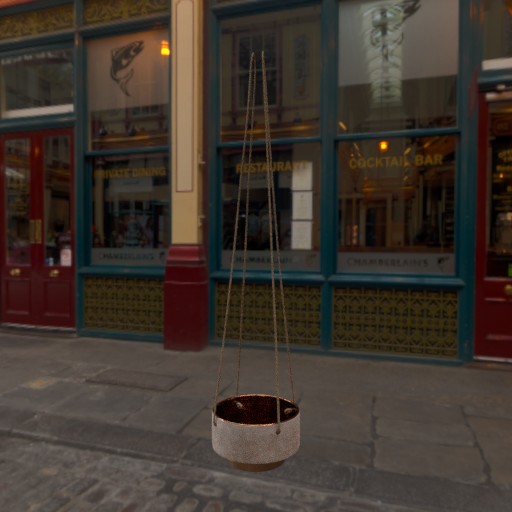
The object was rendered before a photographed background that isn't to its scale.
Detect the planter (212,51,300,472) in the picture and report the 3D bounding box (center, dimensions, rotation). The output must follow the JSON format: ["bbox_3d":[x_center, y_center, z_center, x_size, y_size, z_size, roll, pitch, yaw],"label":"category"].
[{"bbox_3d":[0.000,0.000,1.127,0.223,1.030,0.223,0,1,17],"label":"planter"}]
